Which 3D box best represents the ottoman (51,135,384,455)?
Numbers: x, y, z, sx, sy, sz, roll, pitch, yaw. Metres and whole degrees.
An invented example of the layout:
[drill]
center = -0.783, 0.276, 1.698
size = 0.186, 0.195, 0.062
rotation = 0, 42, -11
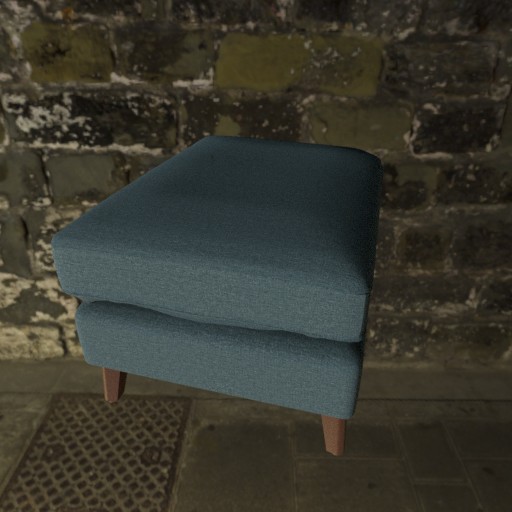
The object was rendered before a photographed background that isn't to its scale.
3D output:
[ottoman]
center = 0.000, 0.000, 1.230
size = 0.629, 0.503, 0.835
rotation = 8, 30, 14
